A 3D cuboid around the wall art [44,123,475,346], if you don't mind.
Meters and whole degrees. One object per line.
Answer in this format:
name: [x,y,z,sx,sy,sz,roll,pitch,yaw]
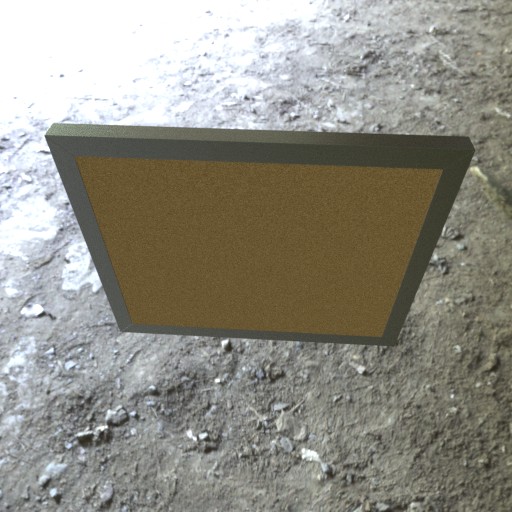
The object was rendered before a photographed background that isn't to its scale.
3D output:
wall art: [0.000,0.000,0.746,0.557,0.456,0.032,3,46,2]
